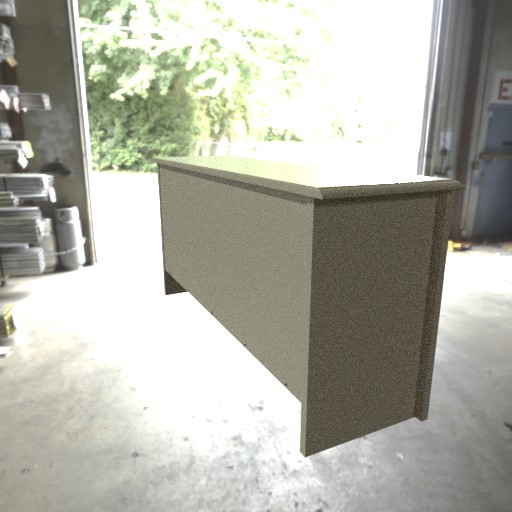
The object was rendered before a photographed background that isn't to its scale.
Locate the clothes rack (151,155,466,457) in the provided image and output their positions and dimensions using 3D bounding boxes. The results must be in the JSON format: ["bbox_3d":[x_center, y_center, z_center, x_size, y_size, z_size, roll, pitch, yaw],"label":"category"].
[{"bbox_3d":[0.000,0.000,1.314,0.324,0.531,1.120,-7,17,-25],"label":"clothes rack"}]
